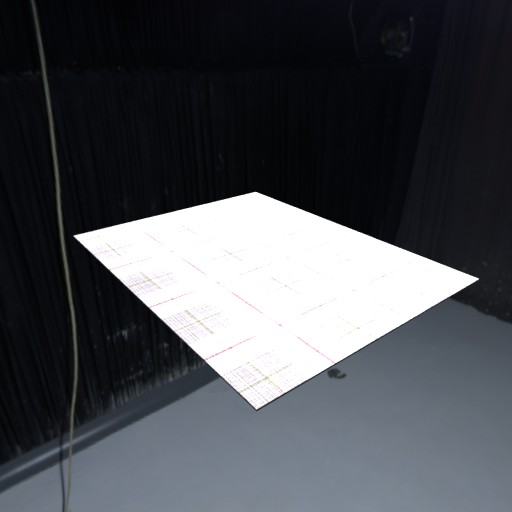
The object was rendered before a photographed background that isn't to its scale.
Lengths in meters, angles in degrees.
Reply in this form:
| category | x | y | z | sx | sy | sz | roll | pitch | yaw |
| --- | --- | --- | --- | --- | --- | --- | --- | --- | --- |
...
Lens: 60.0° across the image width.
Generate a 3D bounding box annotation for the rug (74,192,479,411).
| category | x | y | z | sx | sy | sz | roll | pitch | yaw |
| --- | --- | --- | --- | --- | --- | --- | --- | --- | --- |
| rug | 0.000 | 0.000 | 4.033 | 2.317 | 0.016 | 2.959 | -19 | 32 | -34 |
